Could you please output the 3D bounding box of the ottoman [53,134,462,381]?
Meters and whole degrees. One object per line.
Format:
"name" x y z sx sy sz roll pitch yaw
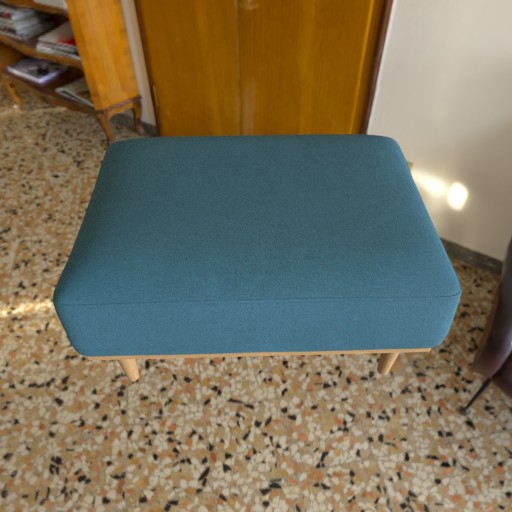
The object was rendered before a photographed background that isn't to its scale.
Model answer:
"ottoman" 0.000 0.000 1.064 0.749 0.428 0.549 -1 46 -1
